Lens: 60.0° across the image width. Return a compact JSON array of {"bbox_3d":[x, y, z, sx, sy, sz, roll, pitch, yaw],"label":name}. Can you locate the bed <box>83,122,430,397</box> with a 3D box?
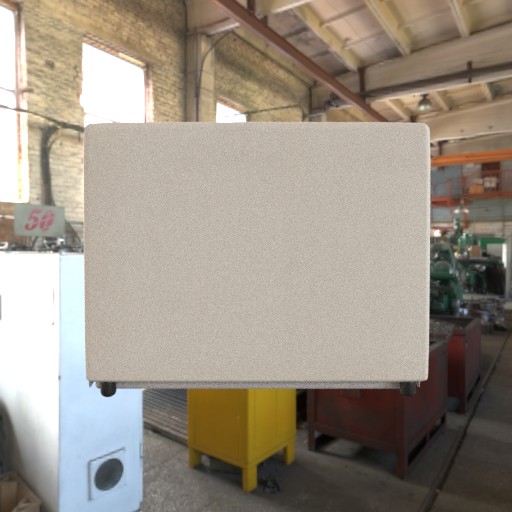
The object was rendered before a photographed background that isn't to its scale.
[{"bbox_3d":[0.000,0.000,3.154,1.713,1.330,2.142,0,1,0],"label":"bed"}]
